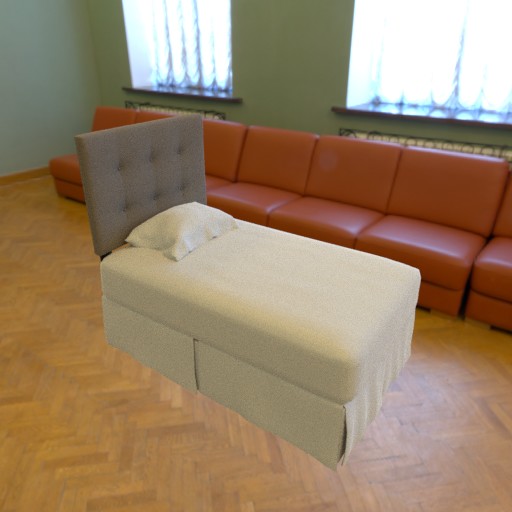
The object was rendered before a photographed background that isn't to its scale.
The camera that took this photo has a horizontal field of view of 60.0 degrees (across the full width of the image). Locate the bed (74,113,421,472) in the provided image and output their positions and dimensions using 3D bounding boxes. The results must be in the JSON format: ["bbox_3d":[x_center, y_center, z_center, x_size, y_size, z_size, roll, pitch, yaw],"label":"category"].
[{"bbox_3d":[0.000,0.000,2.994,1.997,1.571,1.261,17,31,31],"label":"bed"}]
